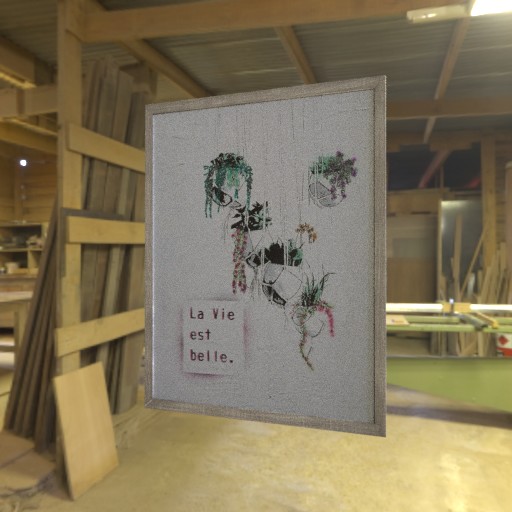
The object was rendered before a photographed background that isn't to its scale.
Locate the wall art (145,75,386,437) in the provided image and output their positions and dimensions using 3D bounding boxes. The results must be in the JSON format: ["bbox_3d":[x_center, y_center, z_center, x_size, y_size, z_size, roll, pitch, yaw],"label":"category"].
[{"bbox_3d":[0.000,0.000,1.386,0.781,1.022,0.035,0,0,18],"label":"wall art"}]
